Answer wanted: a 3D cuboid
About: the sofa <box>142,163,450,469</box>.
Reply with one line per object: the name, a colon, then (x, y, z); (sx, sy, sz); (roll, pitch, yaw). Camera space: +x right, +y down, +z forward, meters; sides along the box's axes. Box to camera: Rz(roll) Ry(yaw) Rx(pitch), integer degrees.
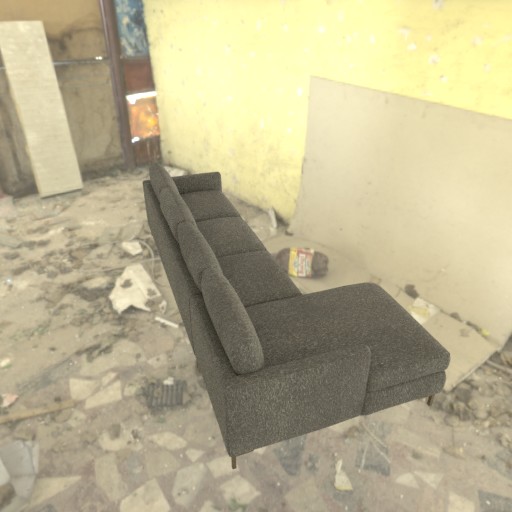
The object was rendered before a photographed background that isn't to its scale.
sofa: (0.000, 0.000, 3.496); (1.350, 0.810, 2.932); (-10, 32, -17)
